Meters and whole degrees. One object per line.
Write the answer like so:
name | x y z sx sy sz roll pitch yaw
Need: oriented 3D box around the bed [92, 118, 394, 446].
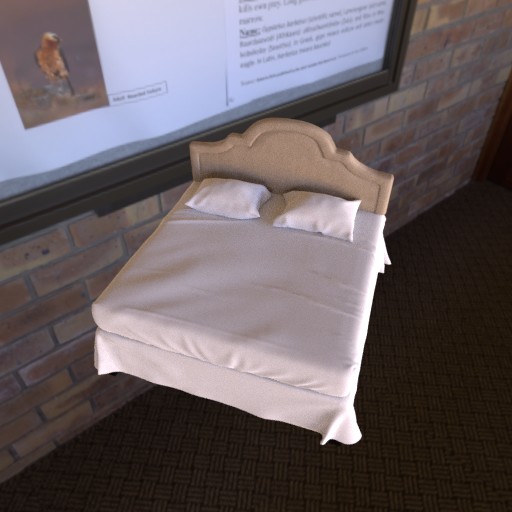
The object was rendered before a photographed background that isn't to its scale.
bed | 0.000 0.000 3.765 2.303 1.631 2.222 12 43 14
